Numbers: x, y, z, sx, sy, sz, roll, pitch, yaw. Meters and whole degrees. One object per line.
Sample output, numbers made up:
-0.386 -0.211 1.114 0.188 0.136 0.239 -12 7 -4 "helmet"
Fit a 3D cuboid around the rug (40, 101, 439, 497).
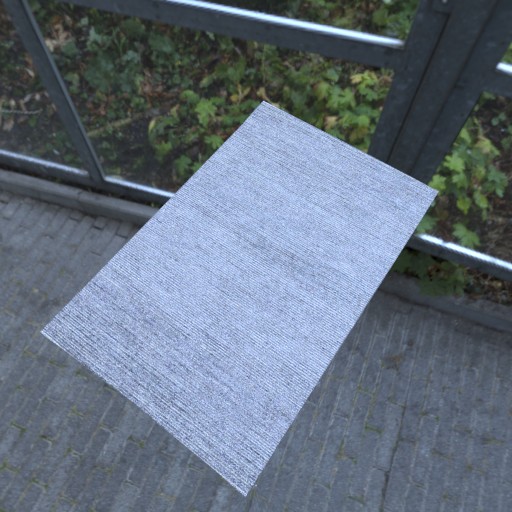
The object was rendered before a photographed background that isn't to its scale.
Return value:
0.000 0.000 2.206 1.159 0.021 1.789 32 67 15 "rug"
